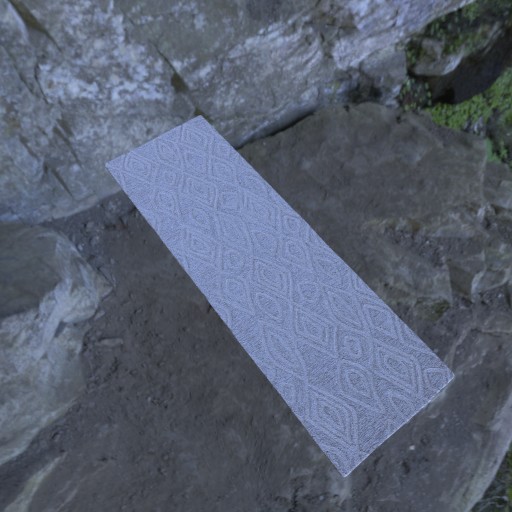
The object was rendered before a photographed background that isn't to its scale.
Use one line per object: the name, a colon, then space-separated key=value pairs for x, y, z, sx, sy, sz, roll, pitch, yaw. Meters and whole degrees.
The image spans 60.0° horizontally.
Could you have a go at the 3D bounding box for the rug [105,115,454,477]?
rug: x=0.000 y=0.000 z=2.690 sx=0.807 sy=0.013 sz=2.436 roll=-33 pitch=65 yaw=-18
